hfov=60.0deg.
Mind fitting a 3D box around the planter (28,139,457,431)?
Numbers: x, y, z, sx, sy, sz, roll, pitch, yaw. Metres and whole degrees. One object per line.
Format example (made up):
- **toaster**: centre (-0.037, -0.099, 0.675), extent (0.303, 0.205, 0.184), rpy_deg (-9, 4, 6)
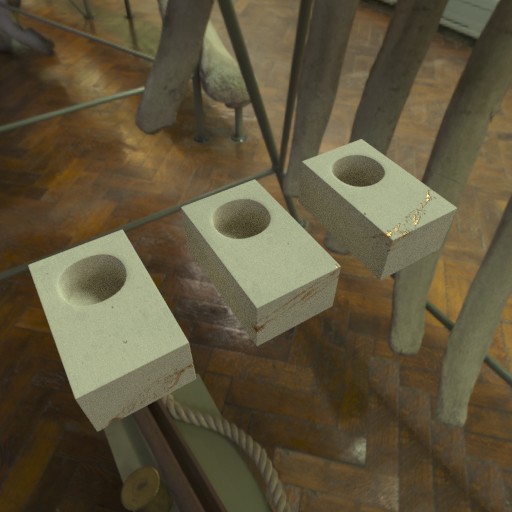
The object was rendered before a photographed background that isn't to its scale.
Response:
- **planter**: centre (0.000, 0.000, 0.381), extent (0.333, 0.051, 0.127), rpy_deg (-24, 52, -21)
